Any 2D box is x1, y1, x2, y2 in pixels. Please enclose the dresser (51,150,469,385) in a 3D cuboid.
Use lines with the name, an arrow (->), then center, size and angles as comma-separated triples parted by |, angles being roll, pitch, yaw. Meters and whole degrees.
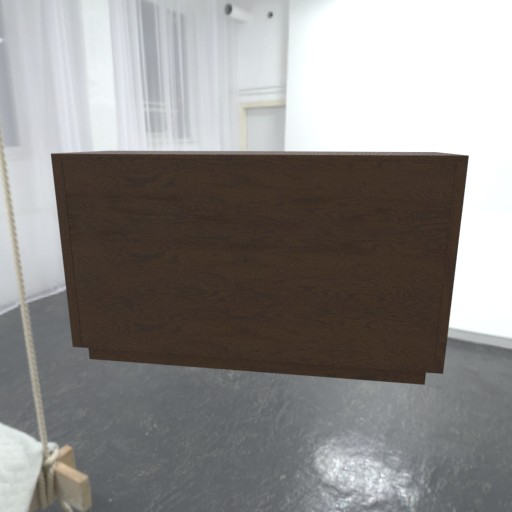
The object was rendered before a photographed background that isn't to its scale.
dresser -> 0.000, 0.000, 1.953 | 1.523, 0.889, 0.512 | 2, 15, 8
